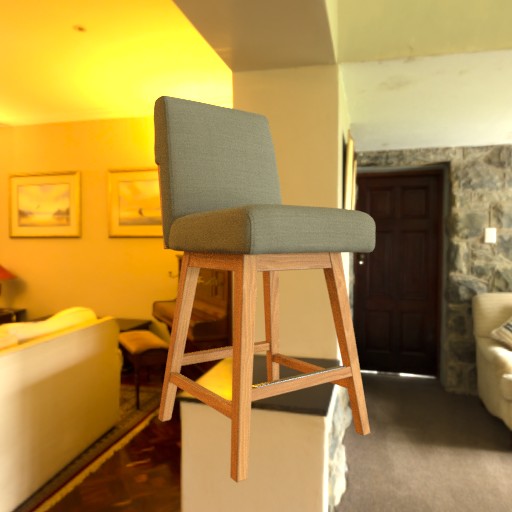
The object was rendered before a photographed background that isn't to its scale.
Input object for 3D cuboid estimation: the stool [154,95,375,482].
[{"bbox_3d":[0.000,0.000,1.331,0.459,1.019,0.570,-1,2,-35],"label":"stool"}]
